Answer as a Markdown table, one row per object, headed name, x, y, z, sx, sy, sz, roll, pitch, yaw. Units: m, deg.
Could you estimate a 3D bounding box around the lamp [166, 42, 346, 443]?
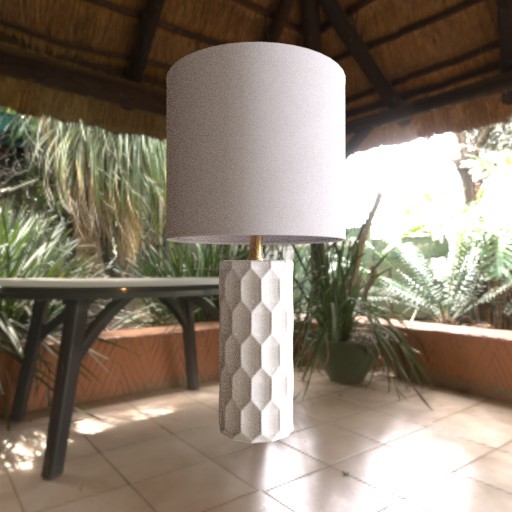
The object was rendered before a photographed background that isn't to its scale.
| name | x | y | z | sx | sy | sz | roll | pitch | yaw |
| --- | --- | --- | --- | --- | --- | --- | --- | --- | --- |
| lamp | 0.000 | 0.000 | 0.693 | 0.277 | 0.537 | 0.277 | 1 | -1 | -38 |
